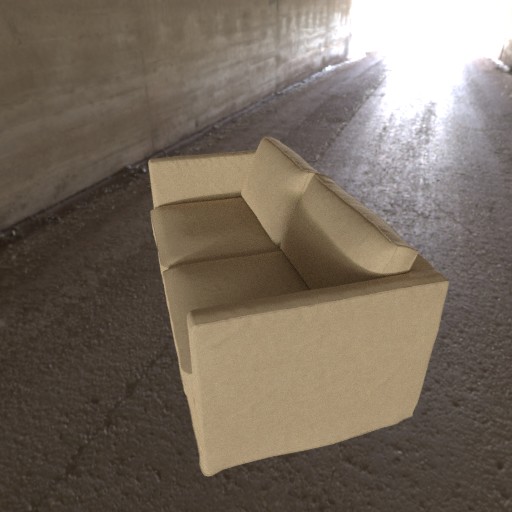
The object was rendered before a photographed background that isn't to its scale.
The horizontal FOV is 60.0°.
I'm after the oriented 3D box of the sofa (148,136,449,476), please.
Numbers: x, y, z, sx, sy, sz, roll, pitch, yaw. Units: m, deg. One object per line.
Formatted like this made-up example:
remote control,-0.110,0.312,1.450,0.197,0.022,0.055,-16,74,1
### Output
sofa,0.000,0.000,2.282,0.962,0.835,1.719,-8,31,-14
